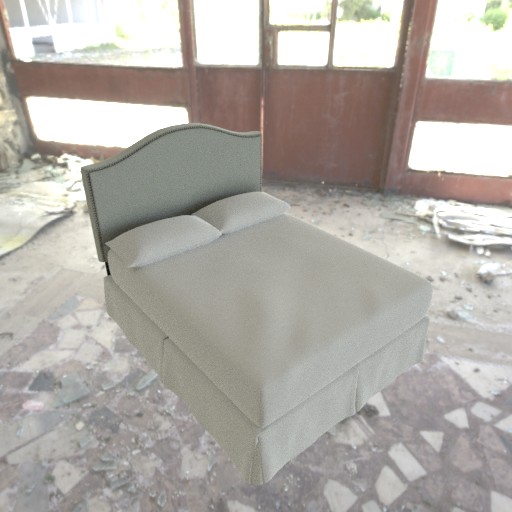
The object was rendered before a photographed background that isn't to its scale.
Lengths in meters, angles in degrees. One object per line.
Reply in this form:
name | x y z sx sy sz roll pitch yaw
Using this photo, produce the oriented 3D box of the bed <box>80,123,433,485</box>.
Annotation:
bed | 0.000 0.000 3.393 1.813 1.607 2.180 -22 36 -33
